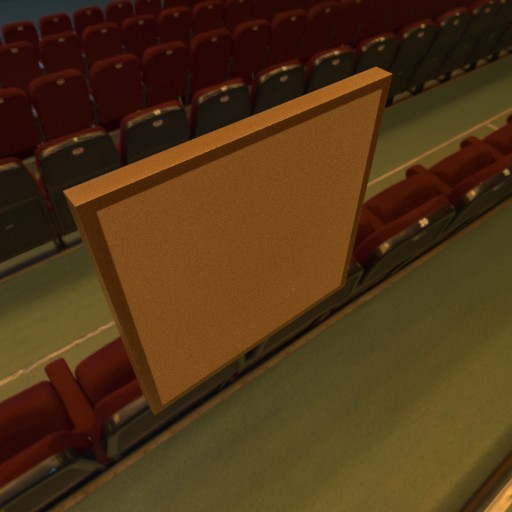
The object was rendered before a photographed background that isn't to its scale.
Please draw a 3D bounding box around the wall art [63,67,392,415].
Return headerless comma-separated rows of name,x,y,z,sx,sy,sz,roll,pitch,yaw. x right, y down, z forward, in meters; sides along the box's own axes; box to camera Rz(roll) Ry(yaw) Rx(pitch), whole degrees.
wall art,0.000,0.000,0.767,0.510,0.509,0.033,-30,53,-25
